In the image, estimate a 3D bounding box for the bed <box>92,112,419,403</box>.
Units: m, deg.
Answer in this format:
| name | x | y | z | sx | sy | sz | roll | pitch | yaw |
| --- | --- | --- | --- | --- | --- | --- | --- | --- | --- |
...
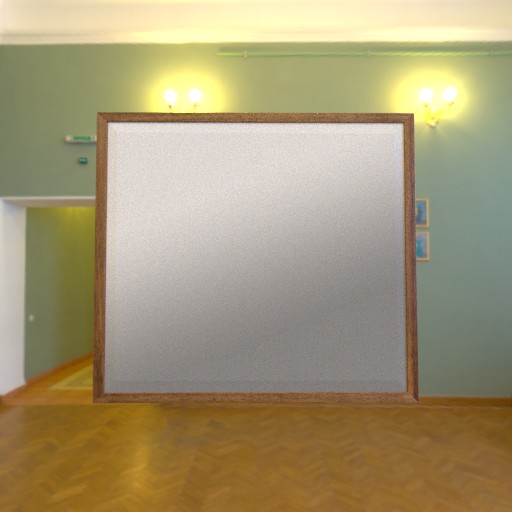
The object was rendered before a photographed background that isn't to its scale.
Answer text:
| name | x | y | z | sx | sy | sz | roll | pitch | yaw |
| --- | --- | --- | --- | --- | --- | --- | --- | --- | --- |
| bed | 0.000 | 0.000 | 1.455 | 1.041 | 0.940 | 0.043 | 0 | -2 | 0 |
